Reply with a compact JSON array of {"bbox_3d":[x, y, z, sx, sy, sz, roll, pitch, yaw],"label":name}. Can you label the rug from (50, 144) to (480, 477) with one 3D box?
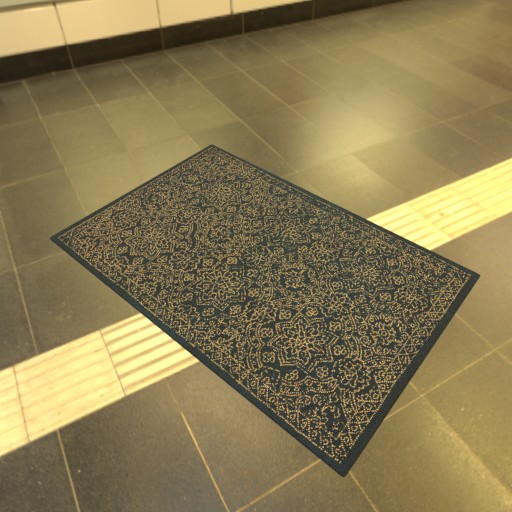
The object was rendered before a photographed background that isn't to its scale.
[{"bbox_3d":[0.000,0.000,2.242,1.829,0.010,1.219,31,53,27],"label":"rug"}]
